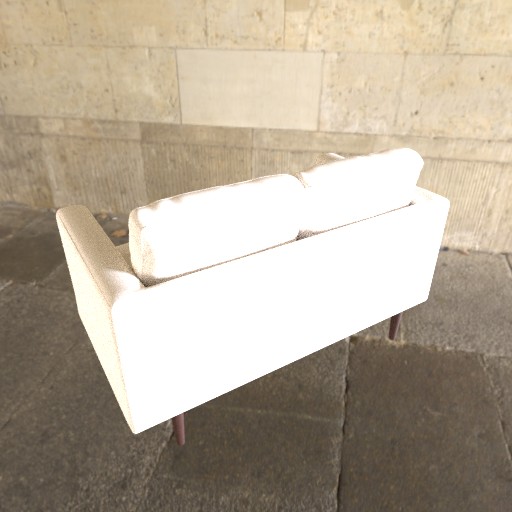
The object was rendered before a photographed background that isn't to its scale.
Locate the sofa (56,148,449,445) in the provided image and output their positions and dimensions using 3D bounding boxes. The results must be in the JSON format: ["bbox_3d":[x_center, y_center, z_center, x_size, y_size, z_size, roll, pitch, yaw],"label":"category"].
[{"bbox_3d":[0.000,0.000,1.922,1.430,0.908,0.796,-17,34,-27],"label":"sofa"}]
